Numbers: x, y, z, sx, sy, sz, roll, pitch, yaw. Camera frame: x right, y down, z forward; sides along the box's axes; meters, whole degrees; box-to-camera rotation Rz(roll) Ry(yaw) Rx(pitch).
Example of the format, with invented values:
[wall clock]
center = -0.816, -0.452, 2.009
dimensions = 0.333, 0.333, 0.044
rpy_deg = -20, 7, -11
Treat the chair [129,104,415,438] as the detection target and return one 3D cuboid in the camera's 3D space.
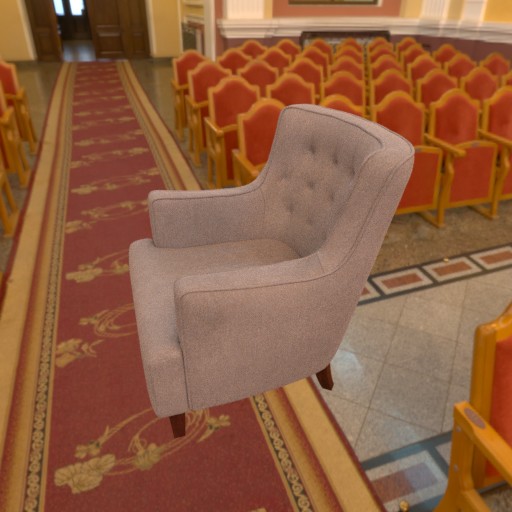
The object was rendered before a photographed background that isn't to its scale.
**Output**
[chair]
center = 0.000, 0.000, 1.633
dimensions = 0.910, 0.919, 0.781
rpy_deg = -9, 32, -15
